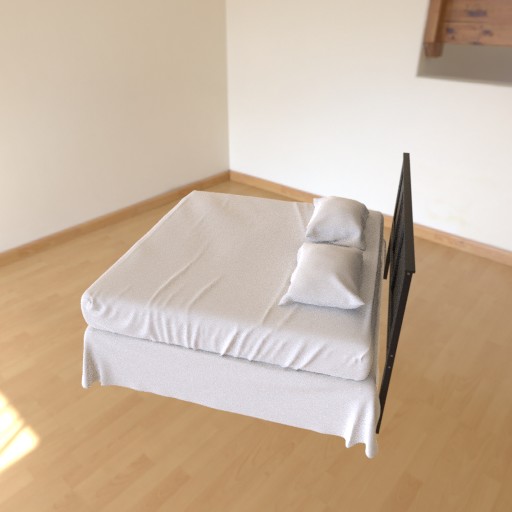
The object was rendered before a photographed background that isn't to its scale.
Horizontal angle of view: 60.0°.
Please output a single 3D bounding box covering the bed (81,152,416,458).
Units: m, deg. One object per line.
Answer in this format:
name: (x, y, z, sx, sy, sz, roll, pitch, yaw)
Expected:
bed: (0.000, 0.000, 3.585, 2.219, 1.271, 2.315, 8, 31, 14)
